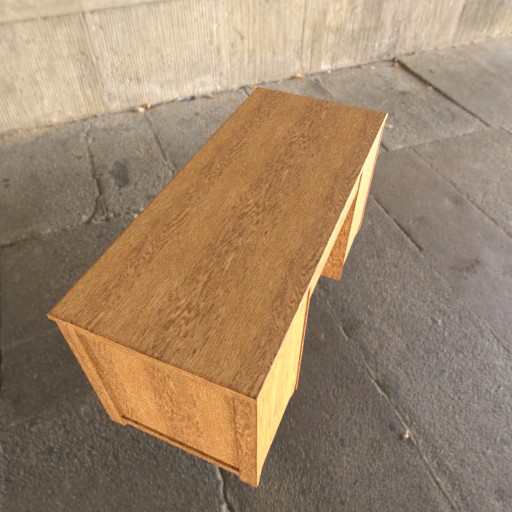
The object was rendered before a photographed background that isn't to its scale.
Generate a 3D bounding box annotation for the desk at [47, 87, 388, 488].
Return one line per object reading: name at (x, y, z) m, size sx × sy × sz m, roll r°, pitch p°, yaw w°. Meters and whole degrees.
desk at (0.000, 0.000, 1.975) m, size 0.685 × 0.751 × 1.567 m, roll 18°, pitch 49°, yaw 16°
